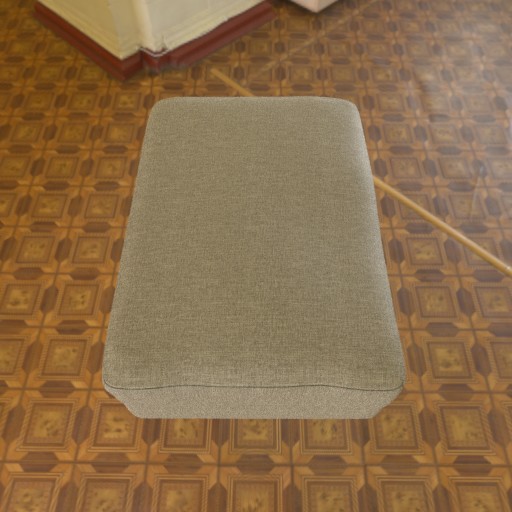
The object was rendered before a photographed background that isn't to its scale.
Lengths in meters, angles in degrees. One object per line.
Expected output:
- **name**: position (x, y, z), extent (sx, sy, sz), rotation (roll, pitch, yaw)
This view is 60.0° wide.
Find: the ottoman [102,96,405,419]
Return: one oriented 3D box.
- **ottoman**: position (0.000, 0.000, 1.249), extent (0.639, 0.494, 0.873), rotation (0, 58, 0)
